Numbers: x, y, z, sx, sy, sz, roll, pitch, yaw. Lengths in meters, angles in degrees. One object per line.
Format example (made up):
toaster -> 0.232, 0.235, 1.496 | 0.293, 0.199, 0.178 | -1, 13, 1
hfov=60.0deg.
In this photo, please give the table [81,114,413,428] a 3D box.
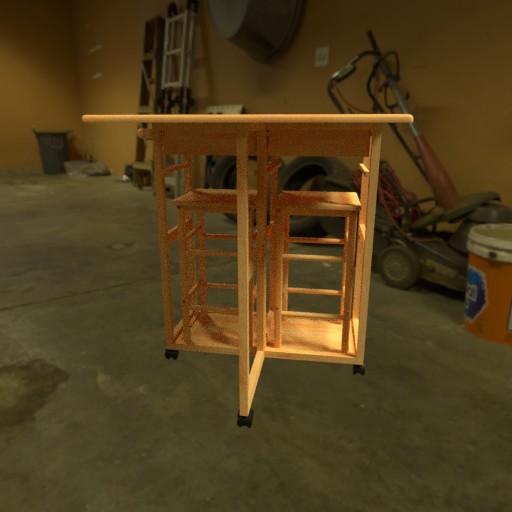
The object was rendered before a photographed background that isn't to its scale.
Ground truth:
table -> 0.000, 0.000, 1.388 | 0.752, 0.832, 0.693 | 3, 17, 9
